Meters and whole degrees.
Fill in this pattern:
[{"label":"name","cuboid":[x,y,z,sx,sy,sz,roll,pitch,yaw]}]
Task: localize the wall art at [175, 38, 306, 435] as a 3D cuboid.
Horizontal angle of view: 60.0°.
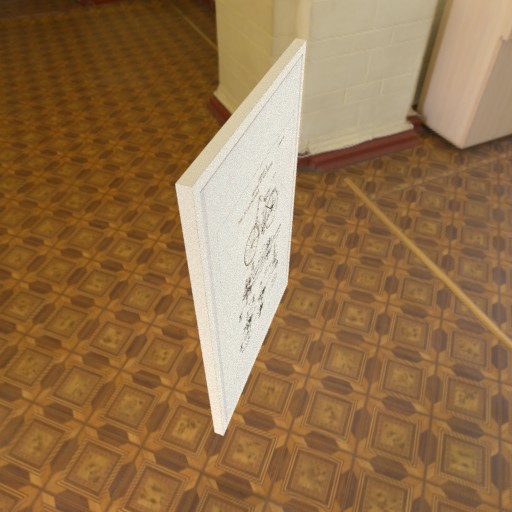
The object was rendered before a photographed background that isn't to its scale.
[{"label":"wall art","cuboid":[0.000,0.000,0.630,0.015,0.477,0.332,15,47,14]}]
